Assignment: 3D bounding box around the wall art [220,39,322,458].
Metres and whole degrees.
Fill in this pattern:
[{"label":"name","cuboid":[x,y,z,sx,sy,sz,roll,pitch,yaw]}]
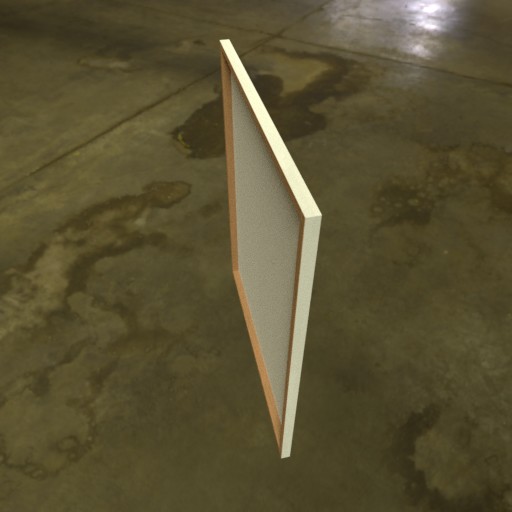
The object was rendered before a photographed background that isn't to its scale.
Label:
[{"label":"wall art","cuboid":[0.000,0.000,0.981,0.021,0.710,0.609,-9,45,-9]}]
